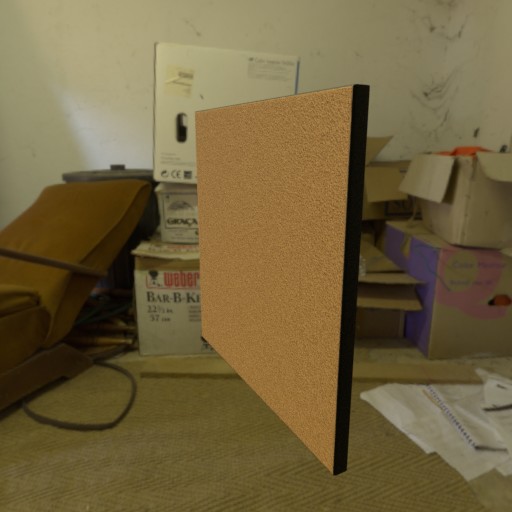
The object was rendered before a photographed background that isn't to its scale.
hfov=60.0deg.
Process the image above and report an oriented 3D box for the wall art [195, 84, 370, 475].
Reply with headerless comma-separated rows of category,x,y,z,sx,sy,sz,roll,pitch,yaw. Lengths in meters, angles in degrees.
wall art,0.000,0.000,0.688,0.022,0.453,0.456,-7,16,-26
